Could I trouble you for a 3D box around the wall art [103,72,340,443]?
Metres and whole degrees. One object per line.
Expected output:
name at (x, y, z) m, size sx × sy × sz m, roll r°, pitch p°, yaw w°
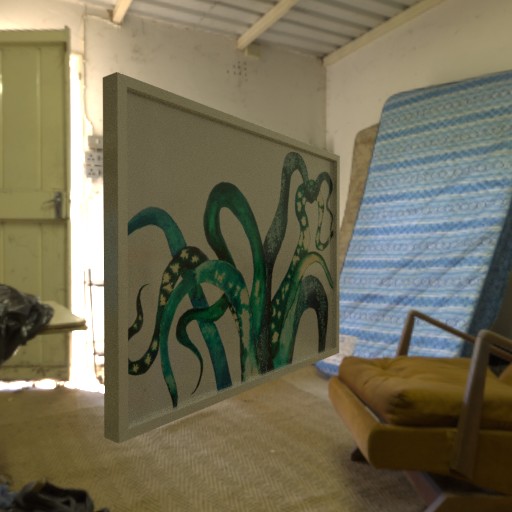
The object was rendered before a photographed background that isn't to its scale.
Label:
wall art at (0.000, 0.000, 1.369) m, size 0.053 × 0.787 × 1.041 m, roll 1°, pitch 1°, yaw 37°
